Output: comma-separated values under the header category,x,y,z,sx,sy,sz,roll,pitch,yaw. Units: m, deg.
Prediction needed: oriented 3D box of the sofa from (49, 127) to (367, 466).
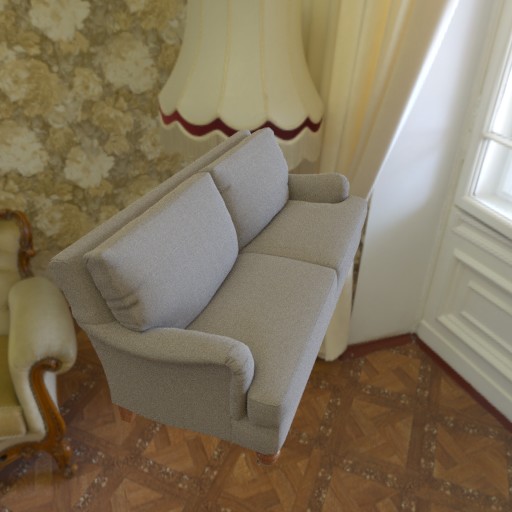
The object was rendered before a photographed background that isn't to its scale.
category,x,y,z,sx,sy,sz,roll,pitch,yaw
sofa,0.000,0.000,2.757,1.087,1.054,2.160,12,34,18
